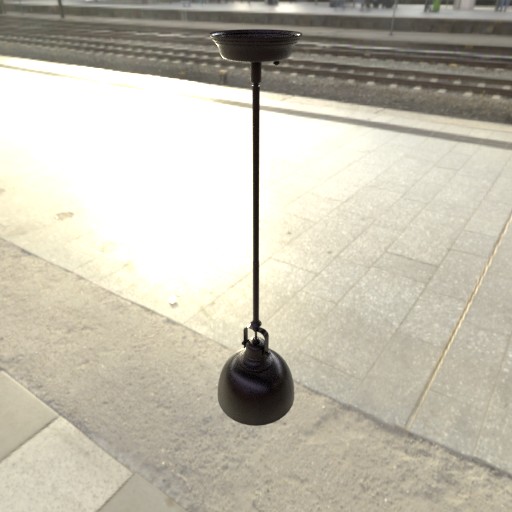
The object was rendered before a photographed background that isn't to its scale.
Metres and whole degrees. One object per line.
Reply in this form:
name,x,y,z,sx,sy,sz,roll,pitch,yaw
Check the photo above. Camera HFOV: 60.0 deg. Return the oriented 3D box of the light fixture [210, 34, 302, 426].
light fixture,0.000,0.000,0.852,0.182,0.768,0.182,18,36,27
